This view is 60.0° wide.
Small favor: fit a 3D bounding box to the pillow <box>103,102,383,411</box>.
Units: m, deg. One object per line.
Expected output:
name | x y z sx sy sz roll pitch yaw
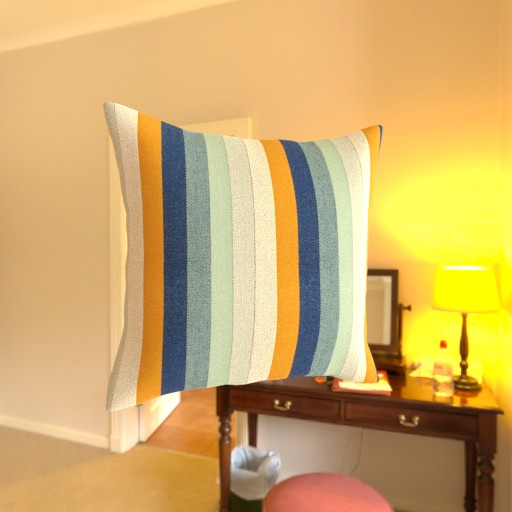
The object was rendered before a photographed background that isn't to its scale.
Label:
pillow | 0.000 0.000 0.716 0.463 0.454 0.173 0 1 -17
